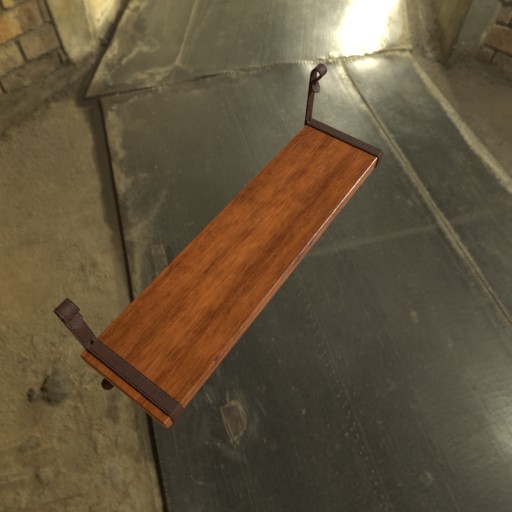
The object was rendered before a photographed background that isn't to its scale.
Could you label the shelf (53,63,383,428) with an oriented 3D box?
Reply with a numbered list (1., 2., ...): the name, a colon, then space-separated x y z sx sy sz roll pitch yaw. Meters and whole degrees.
1. shelf: 0.000 0.000 0.694 0.146 0.330 0.567 31 62 19
